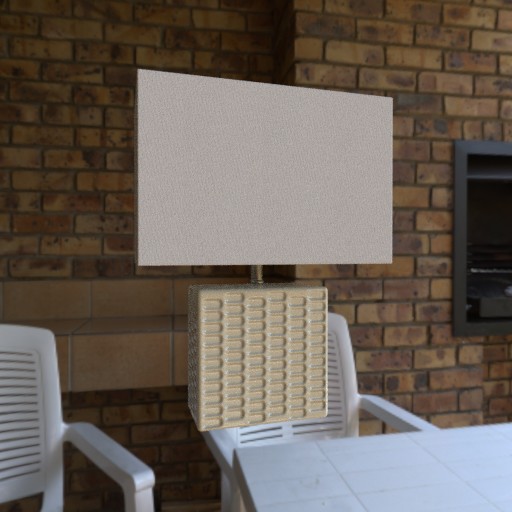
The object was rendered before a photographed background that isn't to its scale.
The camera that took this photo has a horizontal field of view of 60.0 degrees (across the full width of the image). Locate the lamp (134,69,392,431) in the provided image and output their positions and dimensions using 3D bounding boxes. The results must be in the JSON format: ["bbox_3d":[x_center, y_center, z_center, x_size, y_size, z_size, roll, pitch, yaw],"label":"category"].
[{"bbox_3d":[0.000,0.000,0.726,0.380,0.515,0.200,0,1,-16],"label":"lamp"}]
